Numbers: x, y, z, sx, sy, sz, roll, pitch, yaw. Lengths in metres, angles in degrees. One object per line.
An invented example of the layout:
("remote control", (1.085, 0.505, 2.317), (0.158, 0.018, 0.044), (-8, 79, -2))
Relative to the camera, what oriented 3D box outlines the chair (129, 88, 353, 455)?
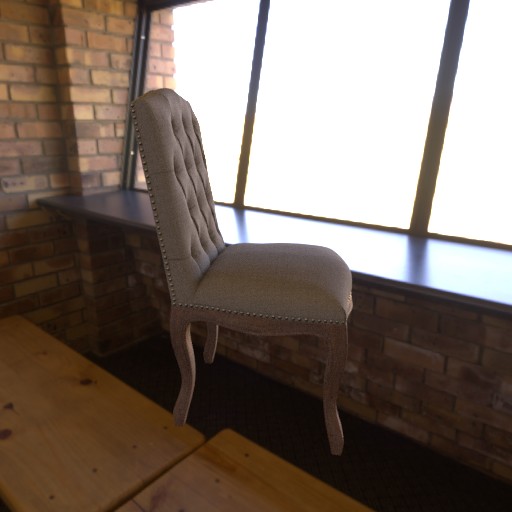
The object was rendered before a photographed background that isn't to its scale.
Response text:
("chair", (0.000, 0.000, 1.667), (0.731, 1.191, 0.637), (2, 17, 8))
